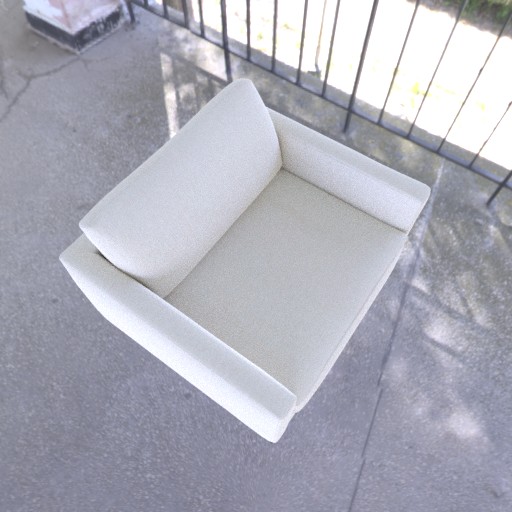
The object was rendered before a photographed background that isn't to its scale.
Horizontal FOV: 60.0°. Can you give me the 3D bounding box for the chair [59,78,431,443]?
[{"bbox_3d":[0.000,0.000,1.634,0.875,0.806,0.964,32,65,17],"label":"chair"}]
